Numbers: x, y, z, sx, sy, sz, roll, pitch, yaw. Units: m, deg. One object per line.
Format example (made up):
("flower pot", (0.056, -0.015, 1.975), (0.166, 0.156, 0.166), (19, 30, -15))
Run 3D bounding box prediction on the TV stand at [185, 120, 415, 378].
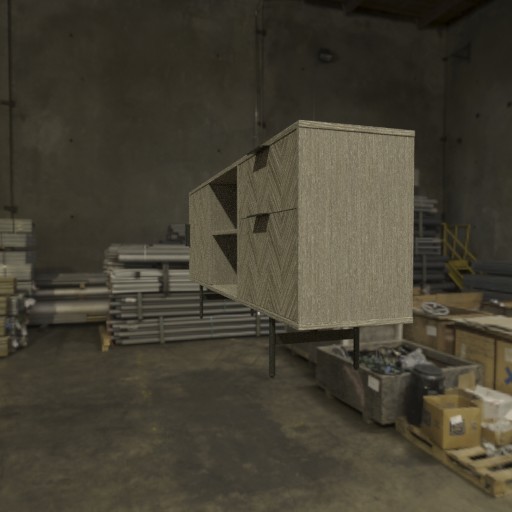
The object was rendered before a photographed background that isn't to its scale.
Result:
("TV stand", (0.000, 0.000, 2.120), (0.405, 0.787, 1.804), (-1, 2, -18))
